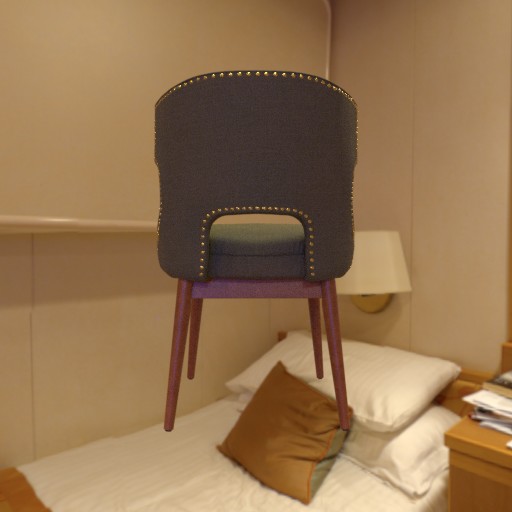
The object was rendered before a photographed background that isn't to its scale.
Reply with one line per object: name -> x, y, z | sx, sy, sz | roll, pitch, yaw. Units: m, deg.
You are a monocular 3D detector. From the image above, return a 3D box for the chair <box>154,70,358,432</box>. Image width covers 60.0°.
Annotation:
chair -> 0.000, 0.000, 1.288 | 0.595, 0.863, 0.581 | 0, 2, -1
